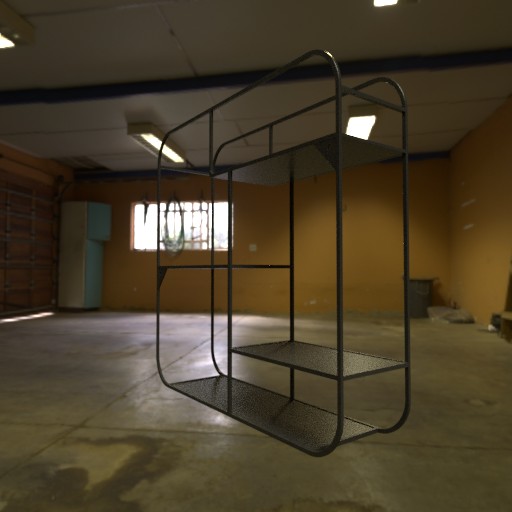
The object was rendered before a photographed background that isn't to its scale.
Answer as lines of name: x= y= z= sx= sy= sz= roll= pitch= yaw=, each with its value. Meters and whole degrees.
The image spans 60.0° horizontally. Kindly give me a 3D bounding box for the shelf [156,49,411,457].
shelf: x=0.000 y=0.000 z=0.897 sx=0.160 sy=0.600 sz=0.600 roll=1 pitch=-2 yaw=-37
